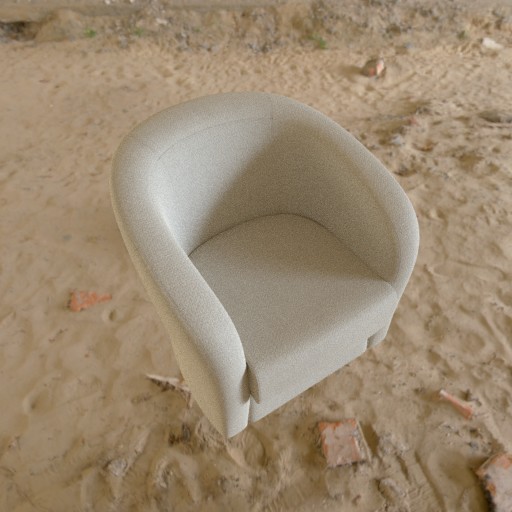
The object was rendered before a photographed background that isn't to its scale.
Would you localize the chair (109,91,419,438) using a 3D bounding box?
[{"bbox_3d":[0.000,0.000,1.468,0.791,0.771,0.815,-25,52,-22],"label":"chair"}]
